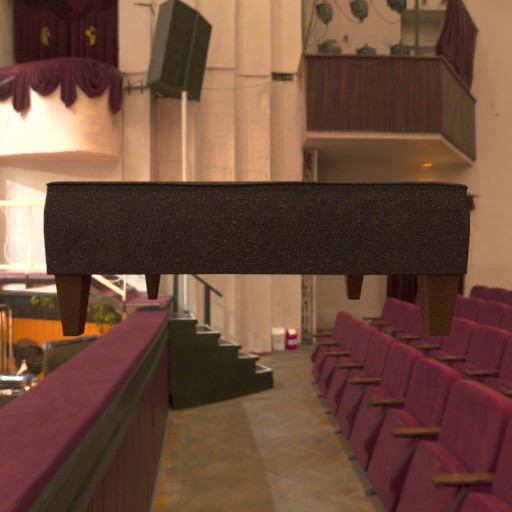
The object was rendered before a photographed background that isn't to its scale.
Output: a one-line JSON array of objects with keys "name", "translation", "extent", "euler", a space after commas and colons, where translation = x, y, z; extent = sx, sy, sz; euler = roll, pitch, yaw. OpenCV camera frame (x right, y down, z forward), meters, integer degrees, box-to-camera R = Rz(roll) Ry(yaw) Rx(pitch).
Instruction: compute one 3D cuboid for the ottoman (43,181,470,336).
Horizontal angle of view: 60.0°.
[{"name": "ottoman", "translation": [0.000, 0.000, 1.511], "extent": [1.004, 0.382, 0.968], "euler": [0, 0, -1]}]
